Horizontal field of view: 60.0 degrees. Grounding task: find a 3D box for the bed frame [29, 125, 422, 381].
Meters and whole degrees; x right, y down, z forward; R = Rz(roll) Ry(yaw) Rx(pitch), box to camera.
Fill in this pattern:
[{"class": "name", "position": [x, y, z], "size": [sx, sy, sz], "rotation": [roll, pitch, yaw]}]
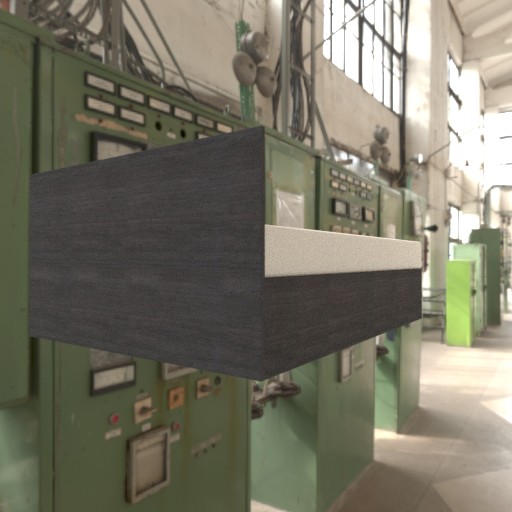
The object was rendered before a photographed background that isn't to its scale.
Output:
[{"class": "bed frame", "position": [0.000, 0.000, 2.563], "size": [1.400, 0.800, 1.900], "rotation": [0, -1, 36]}]
